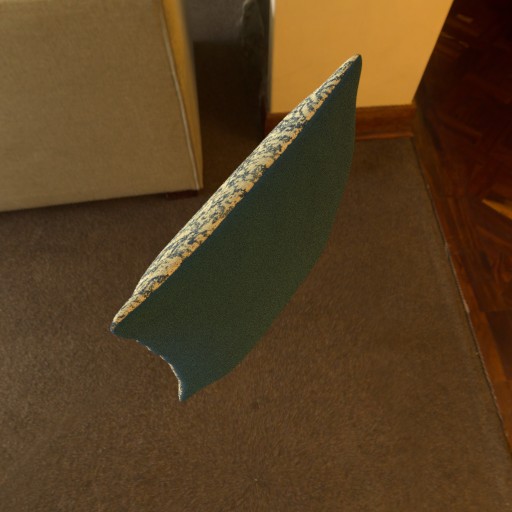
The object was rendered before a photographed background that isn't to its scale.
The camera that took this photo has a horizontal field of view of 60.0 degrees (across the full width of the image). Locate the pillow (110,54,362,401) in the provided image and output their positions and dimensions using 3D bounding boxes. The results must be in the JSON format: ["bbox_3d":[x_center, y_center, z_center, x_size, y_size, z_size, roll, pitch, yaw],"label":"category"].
[{"bbox_3d":[0.000,0.000,0.780,0.166,0.510,0.523,33,68,15],"label":"pillow"}]
